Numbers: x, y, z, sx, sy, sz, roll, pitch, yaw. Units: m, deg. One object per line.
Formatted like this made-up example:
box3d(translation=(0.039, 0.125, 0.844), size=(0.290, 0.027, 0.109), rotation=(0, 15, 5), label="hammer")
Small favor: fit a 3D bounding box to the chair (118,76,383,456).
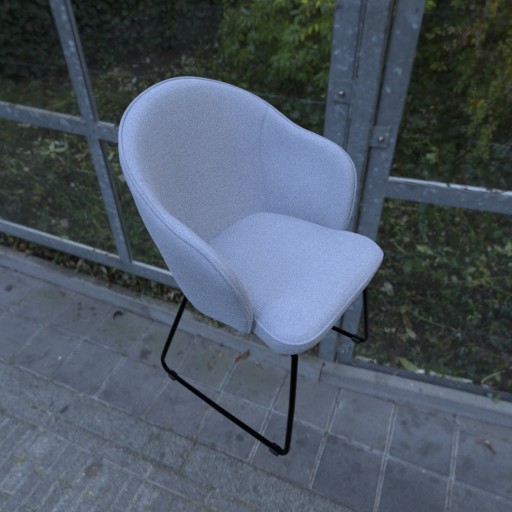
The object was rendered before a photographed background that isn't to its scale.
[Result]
box3d(translation=(0.000, 0.000, 1.208), size=(0.592, 0.817, 0.570), rotation=(25, 46, 27), label="chair")
